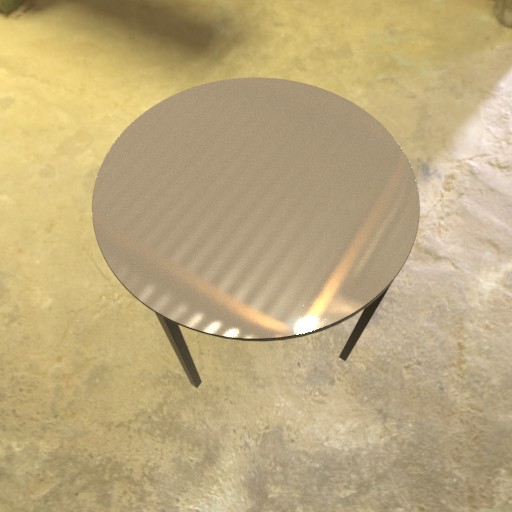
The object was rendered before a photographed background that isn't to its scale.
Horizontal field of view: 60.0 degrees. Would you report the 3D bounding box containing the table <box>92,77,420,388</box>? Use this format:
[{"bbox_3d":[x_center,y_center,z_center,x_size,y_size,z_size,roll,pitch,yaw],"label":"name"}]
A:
[{"bbox_3d":[0.000,0.000,0.876,0.499,0.443,0.499,0,60,0],"label":"table"}]
